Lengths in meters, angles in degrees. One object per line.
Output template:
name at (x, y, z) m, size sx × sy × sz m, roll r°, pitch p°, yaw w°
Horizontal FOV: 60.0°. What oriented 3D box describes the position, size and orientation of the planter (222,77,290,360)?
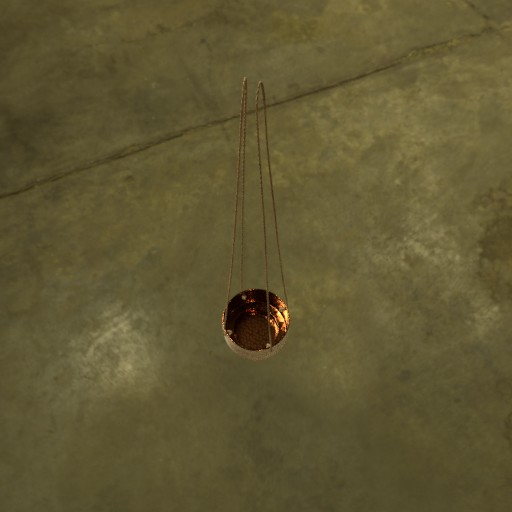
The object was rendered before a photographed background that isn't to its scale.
planter at (0.000, 0.000, 1.123) m, size 0.223 × 1.030 × 0.223 m, roll 17°, pitch 60°, yaw 10°
